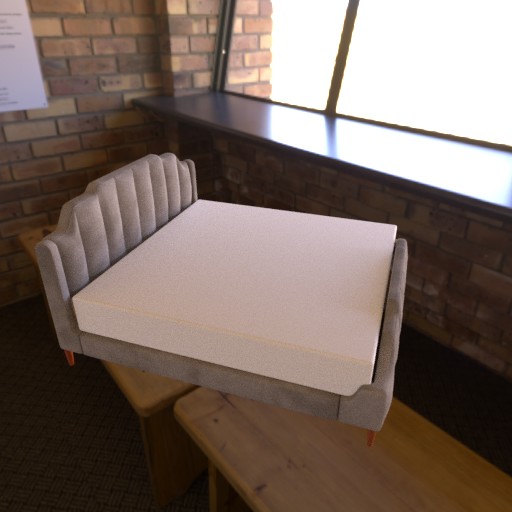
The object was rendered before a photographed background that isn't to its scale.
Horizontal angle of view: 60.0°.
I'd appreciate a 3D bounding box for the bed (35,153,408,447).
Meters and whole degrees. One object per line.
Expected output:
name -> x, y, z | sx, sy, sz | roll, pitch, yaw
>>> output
bed -> 0.000, 0.000, 3.572 | 2.340, 1.245, 2.074 | 9, 29, 17
